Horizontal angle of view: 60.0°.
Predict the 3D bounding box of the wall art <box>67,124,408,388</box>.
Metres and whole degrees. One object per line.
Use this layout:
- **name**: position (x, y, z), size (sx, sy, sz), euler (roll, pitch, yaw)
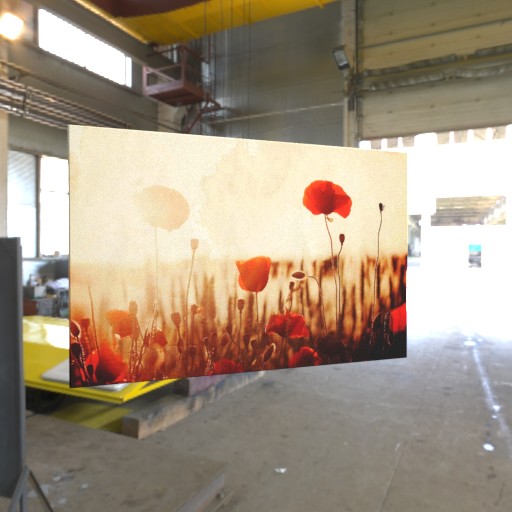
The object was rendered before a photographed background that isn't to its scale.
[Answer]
- **wall art**: position (0.000, 0.000, 0.788), size (0.613, 0.402, 0.040), euler (0, 1, -18)
